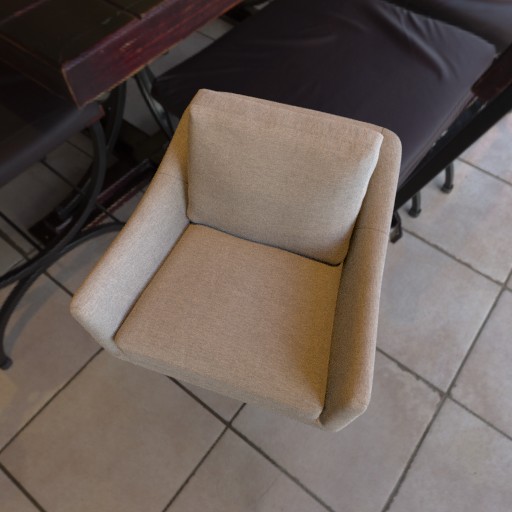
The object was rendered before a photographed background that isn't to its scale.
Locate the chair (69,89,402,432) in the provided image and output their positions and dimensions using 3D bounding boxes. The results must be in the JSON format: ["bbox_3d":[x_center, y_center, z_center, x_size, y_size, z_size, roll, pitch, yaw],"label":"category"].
[{"bbox_3d":[0.000,0.000,1.680,0.986,0.902,0.961,16,60,10],"label":"chair"}]
